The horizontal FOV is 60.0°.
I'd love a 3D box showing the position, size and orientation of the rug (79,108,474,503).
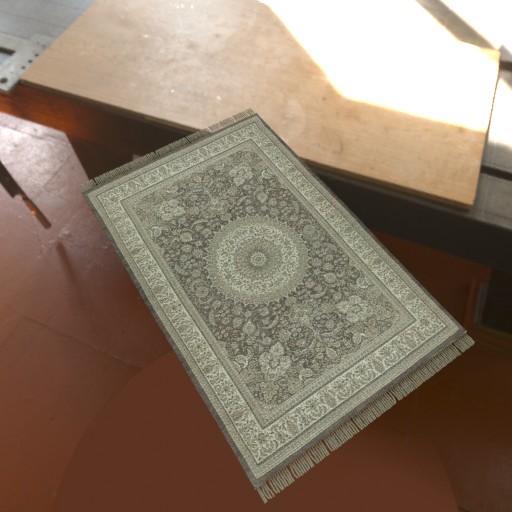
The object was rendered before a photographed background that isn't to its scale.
[{"bbox_3d":[0.000,0.000,4.116,2.143,0.015,3.422,-30,63,-17],"label":"rug"}]
